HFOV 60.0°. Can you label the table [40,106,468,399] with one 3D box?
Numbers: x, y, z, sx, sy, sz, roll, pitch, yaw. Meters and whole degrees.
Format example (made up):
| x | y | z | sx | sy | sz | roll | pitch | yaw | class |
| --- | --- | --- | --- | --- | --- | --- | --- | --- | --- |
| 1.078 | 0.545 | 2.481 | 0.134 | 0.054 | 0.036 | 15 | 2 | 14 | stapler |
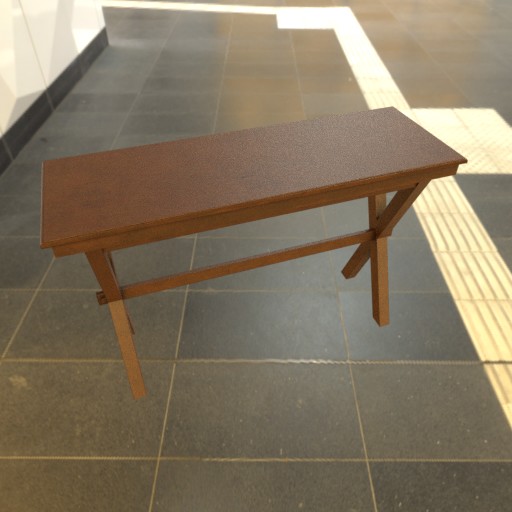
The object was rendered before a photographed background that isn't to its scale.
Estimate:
| x | y | z | sx | sy | sz | roll | pitch | yaw | class |
| --- | --- | --- | --- | --- | --- | --- | --- | --- | --- |
| 0.000 | 0.000 | 1.560 | 1.197 | 0.763 | 0.399 | -13 | 43 | -14 | table |
